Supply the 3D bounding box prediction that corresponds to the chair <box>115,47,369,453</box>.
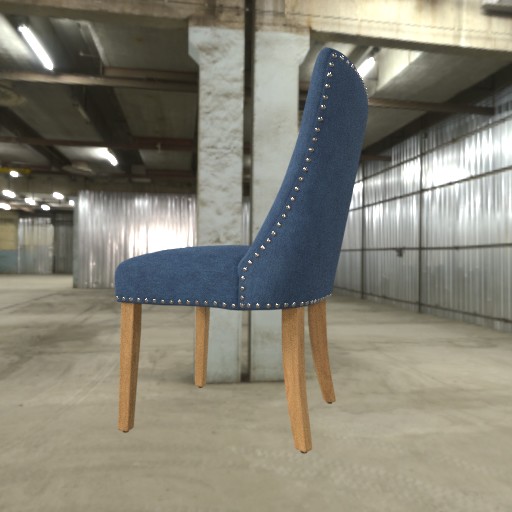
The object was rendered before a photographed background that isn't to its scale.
[{"bbox_3d":[0.000,0.000,1.243,0.610,0.902,0.495,0,-1,19],"label":"chair"}]
